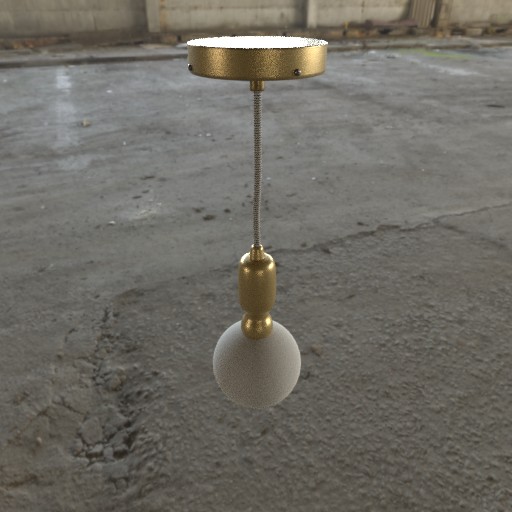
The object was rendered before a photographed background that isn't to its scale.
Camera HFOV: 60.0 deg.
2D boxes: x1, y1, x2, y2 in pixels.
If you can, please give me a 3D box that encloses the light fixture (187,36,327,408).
[{"bbox_3d":[0.000,0.000,0.584,0.146,0.510,0.147,-11,32,-18],"label":"light fixture"}]
